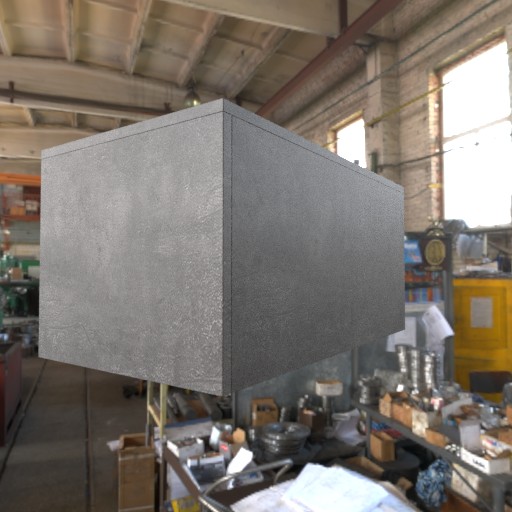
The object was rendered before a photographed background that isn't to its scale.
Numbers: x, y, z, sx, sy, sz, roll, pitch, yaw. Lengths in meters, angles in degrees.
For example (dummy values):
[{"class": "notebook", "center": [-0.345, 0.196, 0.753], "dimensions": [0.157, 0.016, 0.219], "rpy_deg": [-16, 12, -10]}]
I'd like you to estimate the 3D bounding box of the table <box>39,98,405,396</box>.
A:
[{"class": "table", "center": [0.000, 0.000, 0.919], "dimensions": [0.400, 0.350, 0.700], "rpy_deg": [-1, -2, 35]}]
